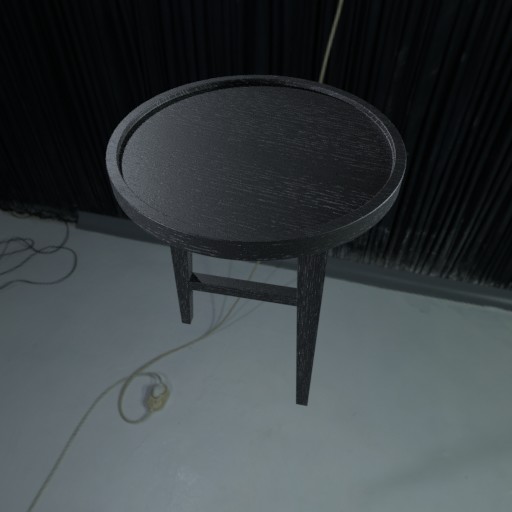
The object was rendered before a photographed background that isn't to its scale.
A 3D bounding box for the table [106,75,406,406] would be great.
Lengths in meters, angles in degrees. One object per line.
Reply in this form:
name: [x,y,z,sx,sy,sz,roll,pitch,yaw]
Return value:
table: [0.000,0.000,0.770,0.399,0.460,0.399,0,46,0]
